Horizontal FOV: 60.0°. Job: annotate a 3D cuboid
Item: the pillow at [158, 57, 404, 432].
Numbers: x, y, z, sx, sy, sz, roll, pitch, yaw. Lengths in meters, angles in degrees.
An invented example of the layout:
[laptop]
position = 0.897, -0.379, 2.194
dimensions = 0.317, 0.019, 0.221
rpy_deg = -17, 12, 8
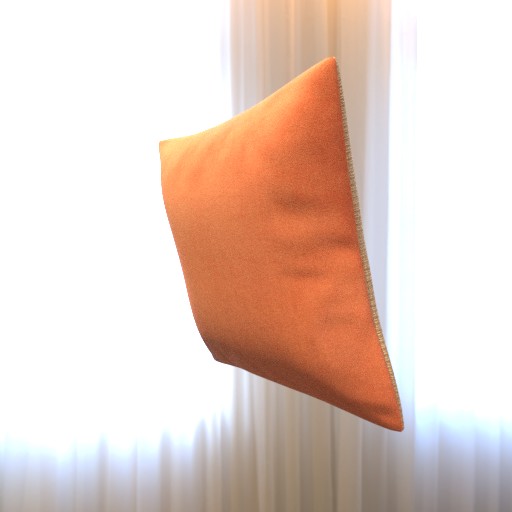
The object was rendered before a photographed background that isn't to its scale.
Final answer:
[pillow]
position = 0.000, 0.000, 0.642
dimensions = 0.177, 0.401, 0.424
rpy_deg = -1, 1, -36
